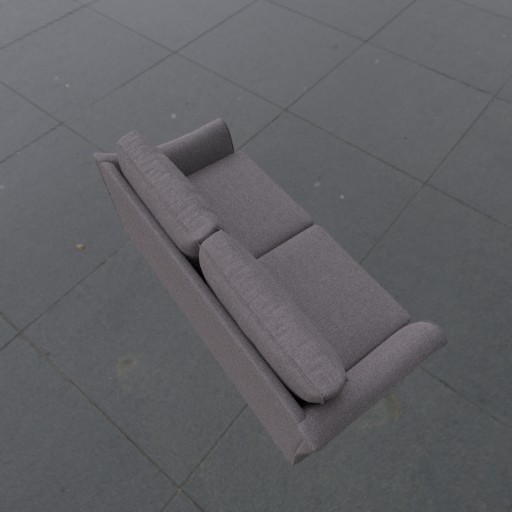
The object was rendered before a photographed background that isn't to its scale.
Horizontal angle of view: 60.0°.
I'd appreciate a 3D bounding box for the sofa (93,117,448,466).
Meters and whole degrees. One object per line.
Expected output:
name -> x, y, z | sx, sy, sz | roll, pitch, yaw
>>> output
sofa -> 0.000, 0.000, 2.739 | 1.013, 0.976, 2.203 | -31, 62, -19
